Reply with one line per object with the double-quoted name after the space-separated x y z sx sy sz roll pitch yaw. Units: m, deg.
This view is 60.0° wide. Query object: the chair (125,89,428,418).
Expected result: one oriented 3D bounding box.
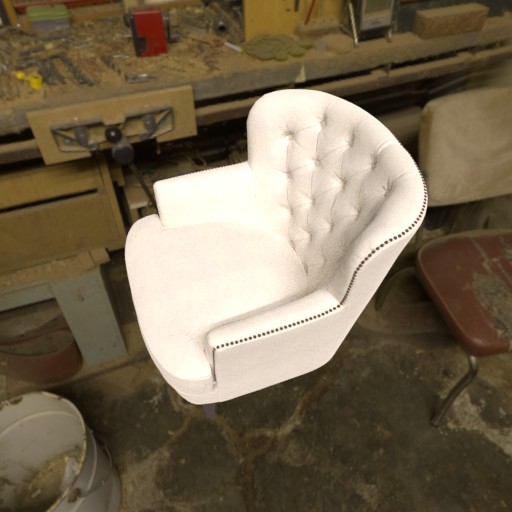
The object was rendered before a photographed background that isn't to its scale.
0.000 0.000 1.598 0.906 0.868 0.848 -15 48 -14 "chair"
